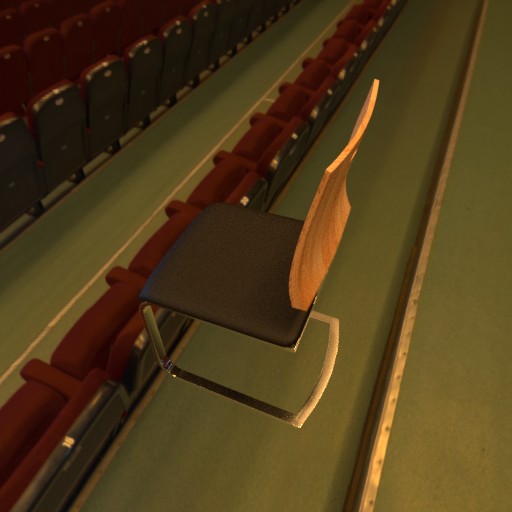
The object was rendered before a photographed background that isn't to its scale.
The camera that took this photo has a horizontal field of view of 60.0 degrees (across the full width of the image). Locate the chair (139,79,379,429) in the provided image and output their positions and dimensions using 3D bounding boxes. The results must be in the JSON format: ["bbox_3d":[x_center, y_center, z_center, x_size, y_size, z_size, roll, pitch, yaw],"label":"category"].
[{"bbox_3d":[0.000,0.000,1.254,0.560,0.936,0.462,17,48,16],"label":"chair"}]
